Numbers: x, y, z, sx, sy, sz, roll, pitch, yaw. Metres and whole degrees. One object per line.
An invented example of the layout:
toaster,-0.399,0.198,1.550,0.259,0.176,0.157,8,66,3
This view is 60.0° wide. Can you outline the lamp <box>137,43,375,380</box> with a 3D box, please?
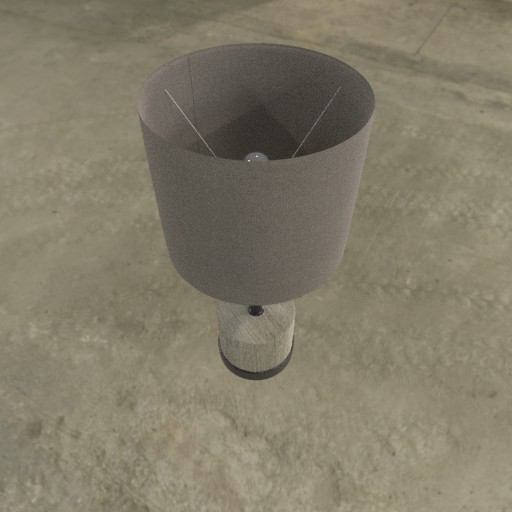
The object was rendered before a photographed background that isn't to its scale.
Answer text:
lamp,0.000,0.000,0.601,0.229,0.470,0.229,-25,52,-21
